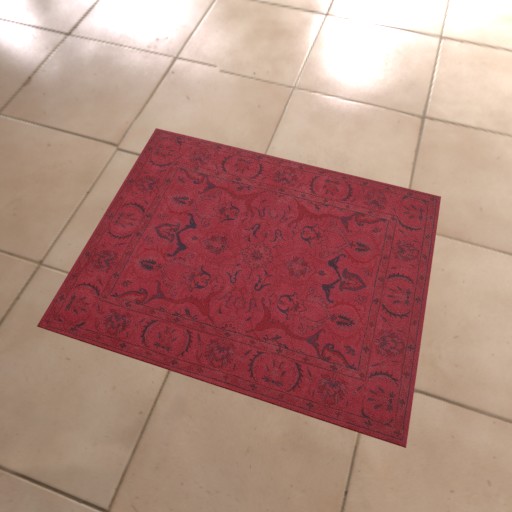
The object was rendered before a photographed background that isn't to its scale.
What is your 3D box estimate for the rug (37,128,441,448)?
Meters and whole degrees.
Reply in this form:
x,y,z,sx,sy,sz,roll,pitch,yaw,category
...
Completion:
x,y,z,sx,sy,sz,roll,pitch,yaw,category
0.000,0.000,3.850,2.929,0.012,2.300,16,61,9,rug
